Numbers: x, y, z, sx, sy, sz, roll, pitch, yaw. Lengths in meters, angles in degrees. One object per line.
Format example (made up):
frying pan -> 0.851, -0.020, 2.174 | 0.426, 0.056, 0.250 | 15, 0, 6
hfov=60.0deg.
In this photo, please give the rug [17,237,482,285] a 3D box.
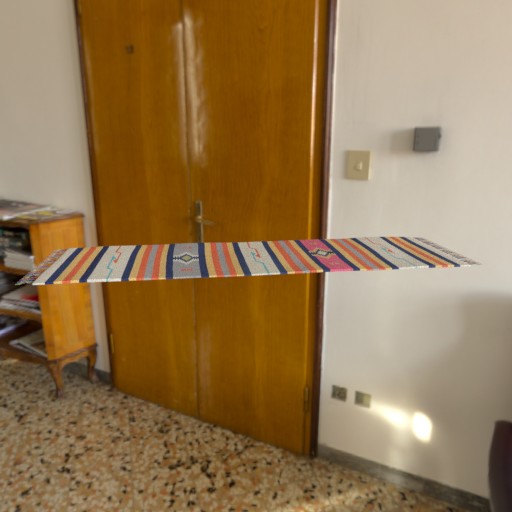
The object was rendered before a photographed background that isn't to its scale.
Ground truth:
rug -> 0.000, 0.000, 2.628 | 2.455, 0.017, 0.695 | -2, 16, -8
